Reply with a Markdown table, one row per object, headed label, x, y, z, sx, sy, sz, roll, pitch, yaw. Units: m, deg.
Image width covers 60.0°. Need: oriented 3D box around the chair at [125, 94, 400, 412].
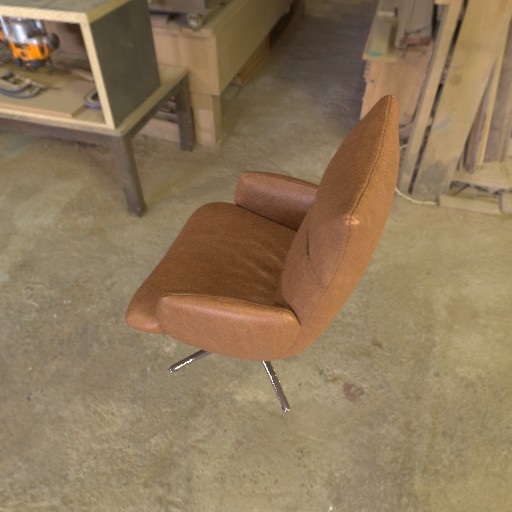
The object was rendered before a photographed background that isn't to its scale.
| label | x | y | z | sx | sy | sz | roll | pitch | yaw |
| --- | --- | --- | --- | --- | --- | --- | --- | --- | --- |
| chair | 0.000 | 0.000 | 1.559 | 0.794 | 1.027 | 0.711 | 15 | 48 | 14 |
